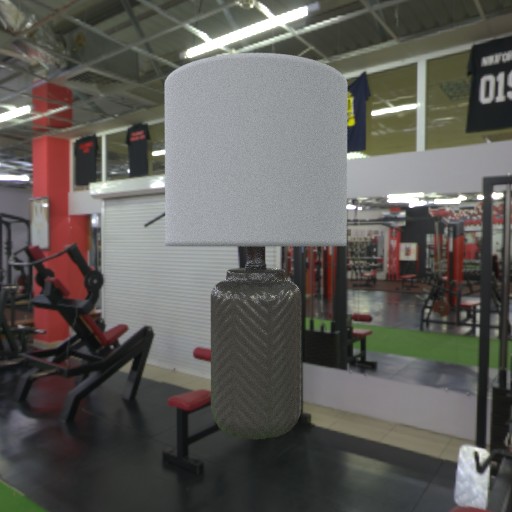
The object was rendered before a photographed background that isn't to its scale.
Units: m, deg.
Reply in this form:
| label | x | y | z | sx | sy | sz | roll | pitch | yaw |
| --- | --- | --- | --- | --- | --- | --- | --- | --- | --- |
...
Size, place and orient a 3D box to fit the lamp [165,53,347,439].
| label | x | y | z | sx | sy | sz | roll | pitch | yaw |
| --- | --- | --- | --- | --- | --- | --- | --- | --- | --- |
| lamp | 0.000 | 0.000 | 0.508 | 0.203 | 0.389 | 0.203 | 1 | 2 | 38 |
